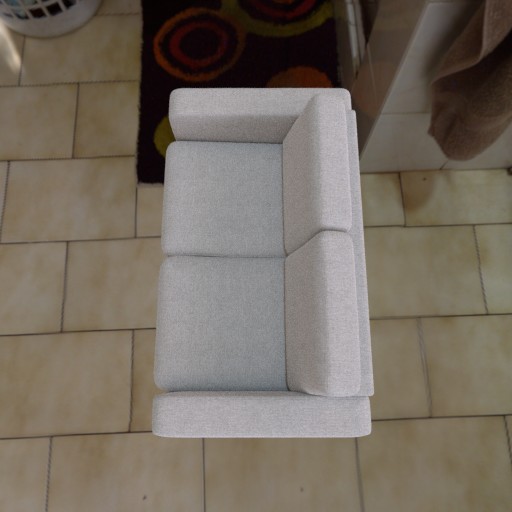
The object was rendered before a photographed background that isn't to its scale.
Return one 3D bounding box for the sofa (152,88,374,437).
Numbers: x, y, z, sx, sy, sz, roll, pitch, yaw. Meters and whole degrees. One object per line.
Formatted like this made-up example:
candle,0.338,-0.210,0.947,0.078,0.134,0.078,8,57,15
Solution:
sofa,0.000,0.000,2.060,0.900,0.800,1.540,0,75,0
